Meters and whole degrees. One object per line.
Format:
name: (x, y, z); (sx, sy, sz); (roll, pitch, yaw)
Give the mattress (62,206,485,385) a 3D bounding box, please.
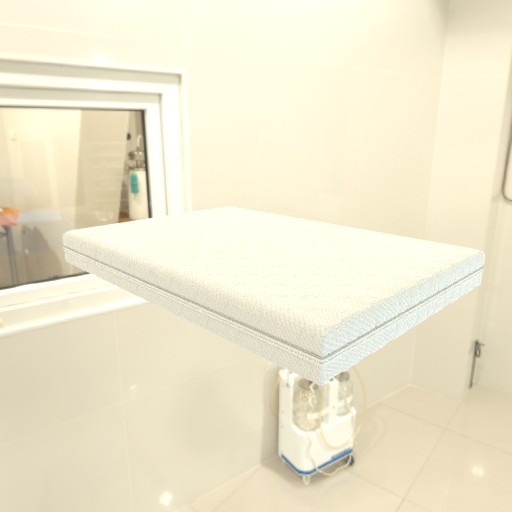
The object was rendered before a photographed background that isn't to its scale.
mattress: (0.000, 0.000, 2.535); (1.400, 0.200, 2.000); (-15, 22, -43)
